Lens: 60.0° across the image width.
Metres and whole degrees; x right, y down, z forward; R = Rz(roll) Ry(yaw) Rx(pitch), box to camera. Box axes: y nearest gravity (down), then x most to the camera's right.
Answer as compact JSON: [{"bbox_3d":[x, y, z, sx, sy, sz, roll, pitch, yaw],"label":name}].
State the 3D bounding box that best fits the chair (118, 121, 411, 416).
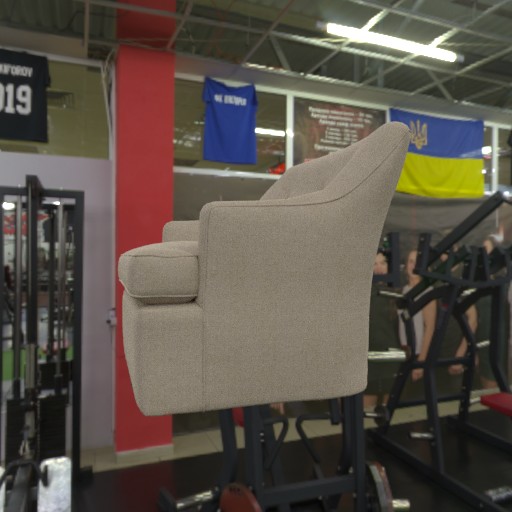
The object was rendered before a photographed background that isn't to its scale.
[{"bbox_3d":[0.000,0.000,1.584,0.923,0.856,0.864,0,0,-19],"label":"chair"}]
